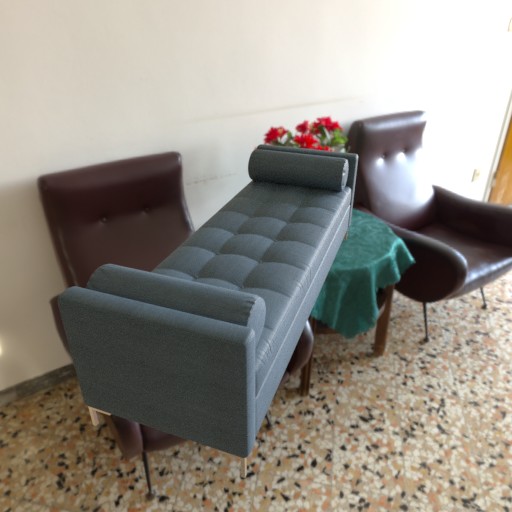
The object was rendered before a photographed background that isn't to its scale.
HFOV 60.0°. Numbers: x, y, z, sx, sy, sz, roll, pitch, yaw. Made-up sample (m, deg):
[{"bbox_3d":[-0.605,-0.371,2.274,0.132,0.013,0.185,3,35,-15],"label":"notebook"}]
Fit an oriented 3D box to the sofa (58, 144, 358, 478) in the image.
[{"bbox_3d":[0.000,0.000,2.311,0.686,0.635,1.981,10,31,18],"label":"sofa"}]
